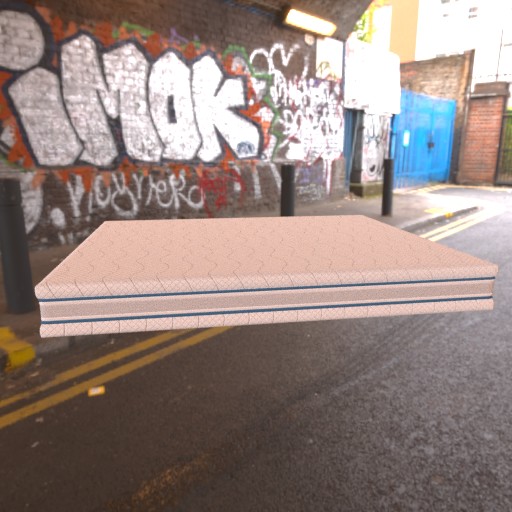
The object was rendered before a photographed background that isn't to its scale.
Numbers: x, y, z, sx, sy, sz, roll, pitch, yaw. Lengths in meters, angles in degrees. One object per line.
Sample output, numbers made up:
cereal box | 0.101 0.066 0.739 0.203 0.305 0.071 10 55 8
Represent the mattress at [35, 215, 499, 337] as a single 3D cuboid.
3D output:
mattress | 0.000 0.000 2.660 2.000 0.230 1.600 -2 14 -9
